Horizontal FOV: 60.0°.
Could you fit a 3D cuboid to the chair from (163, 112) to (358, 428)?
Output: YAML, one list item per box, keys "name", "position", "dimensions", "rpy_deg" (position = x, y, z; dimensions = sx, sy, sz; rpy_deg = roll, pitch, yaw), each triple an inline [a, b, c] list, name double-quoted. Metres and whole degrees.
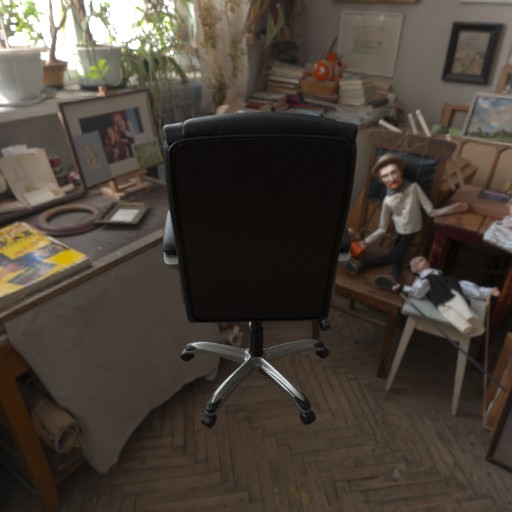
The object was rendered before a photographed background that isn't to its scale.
- name: "chair"
  position: [0.000, 0.000, 1.612]
  dimensions: [0.663, 1.155, 0.739]
  rpy_deg: [-1, 30, -2]
